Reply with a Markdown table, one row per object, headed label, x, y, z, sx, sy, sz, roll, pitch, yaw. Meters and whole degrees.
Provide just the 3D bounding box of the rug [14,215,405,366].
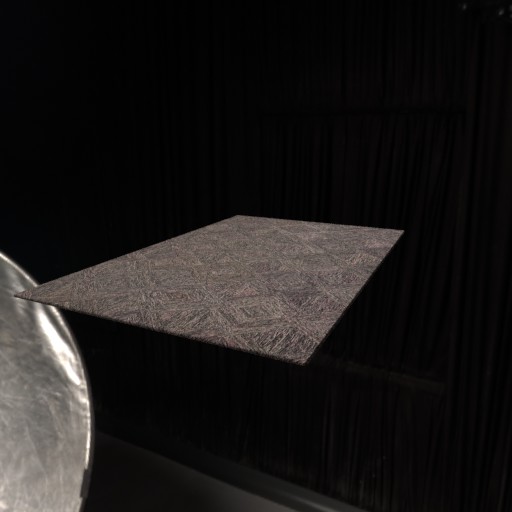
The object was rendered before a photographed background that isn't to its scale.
| label | x | y | z | sx | sy | sz | roll | pitch | yaw |
| --- | --- | --- | --- | --- | --- | --- | --- | --- | --- |
| rug | 0.000 | 0.000 | 2.826 | 1.501 | 0.017 | 2.298 | 8 | 18 | 25 |
